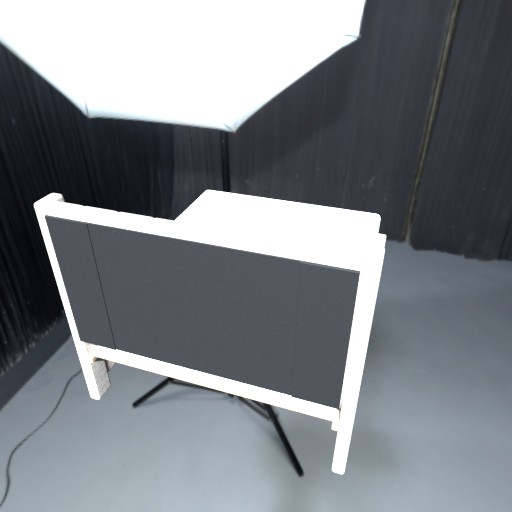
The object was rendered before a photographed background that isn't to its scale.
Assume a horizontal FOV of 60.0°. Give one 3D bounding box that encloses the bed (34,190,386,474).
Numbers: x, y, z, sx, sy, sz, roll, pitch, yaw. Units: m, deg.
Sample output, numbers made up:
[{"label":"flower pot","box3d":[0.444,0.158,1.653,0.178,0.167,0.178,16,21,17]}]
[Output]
[{"label":"bed","box3d":[0.000,0.000,3.760,2.045,1.743,2.370,10,34,16]}]
